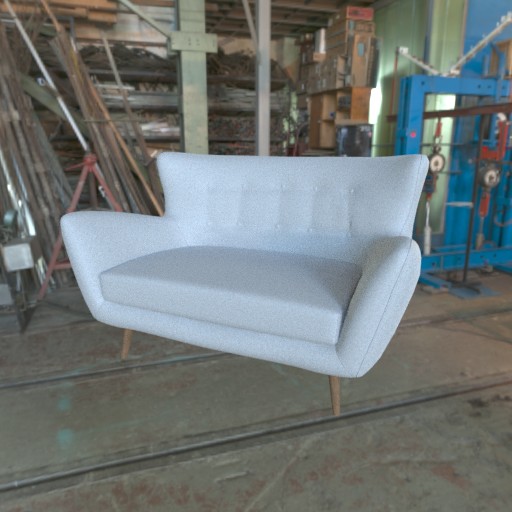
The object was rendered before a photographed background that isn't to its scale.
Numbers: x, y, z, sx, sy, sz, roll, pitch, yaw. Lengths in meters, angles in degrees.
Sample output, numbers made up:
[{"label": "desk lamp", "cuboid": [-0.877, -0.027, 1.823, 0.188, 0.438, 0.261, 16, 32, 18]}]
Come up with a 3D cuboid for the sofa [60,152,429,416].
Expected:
[{"label": "sofa", "cuboid": [0.000, 0.000, 1.956, 1.424, 0.878, 0.921, 7, 16, 25]}]
